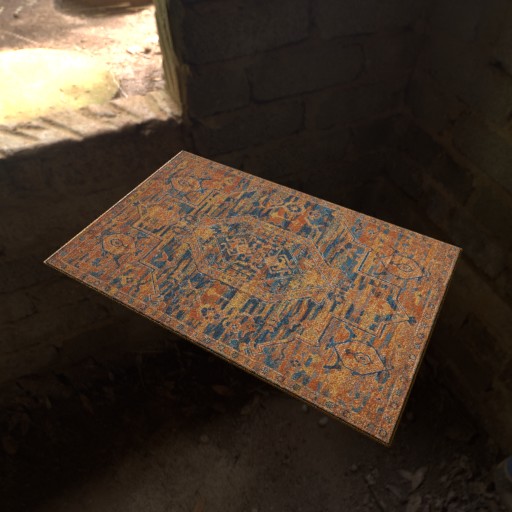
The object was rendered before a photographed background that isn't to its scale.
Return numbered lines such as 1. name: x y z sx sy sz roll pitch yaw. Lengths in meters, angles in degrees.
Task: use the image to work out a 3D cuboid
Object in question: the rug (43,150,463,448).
1. rug: 0.000 0.000 1.082 0.863 0.008 0.557 23 51 20
